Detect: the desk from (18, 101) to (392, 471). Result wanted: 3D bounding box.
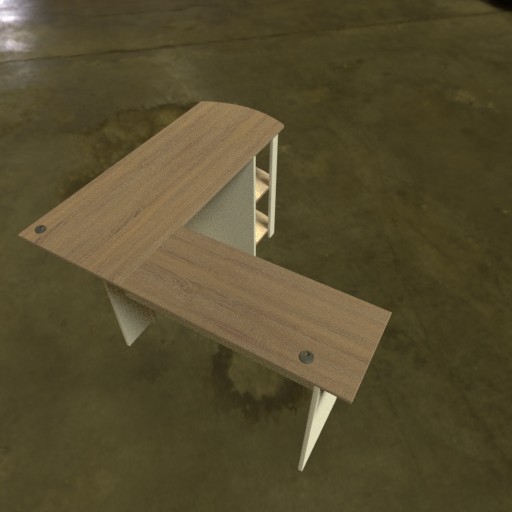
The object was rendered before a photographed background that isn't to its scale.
[{"bbox_3d":[0.000,0.000,2.114,1.361,0.716,1.303,22,50,20],"label":"desk"}]
